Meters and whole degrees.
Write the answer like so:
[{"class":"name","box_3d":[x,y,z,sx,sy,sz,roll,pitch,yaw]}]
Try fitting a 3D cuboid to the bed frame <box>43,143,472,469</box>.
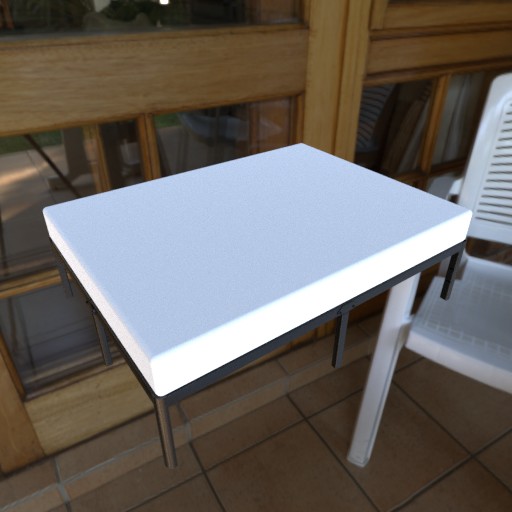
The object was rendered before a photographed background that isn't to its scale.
[{"class":"bed frame","box_3d":[0.000,0.000,2.783,2.072,0.659,1.557,-21,38,-30]}]
